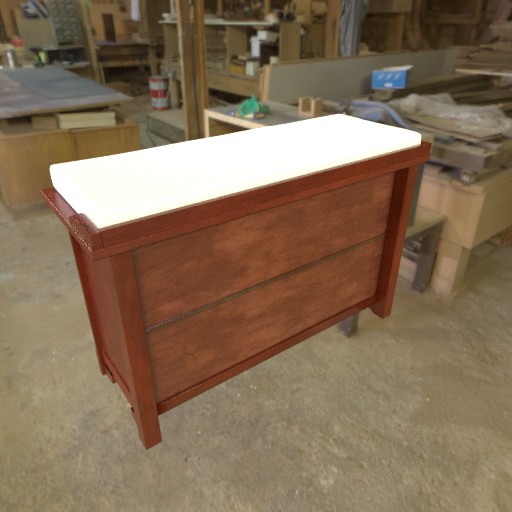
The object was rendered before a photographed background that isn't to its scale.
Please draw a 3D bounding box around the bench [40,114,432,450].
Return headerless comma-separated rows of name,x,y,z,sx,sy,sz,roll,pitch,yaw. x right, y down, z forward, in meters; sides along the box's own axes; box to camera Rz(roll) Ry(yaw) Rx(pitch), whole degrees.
bench,0.000,0.000,1.294,0.987,0.646,0.369,-20,35,-31
